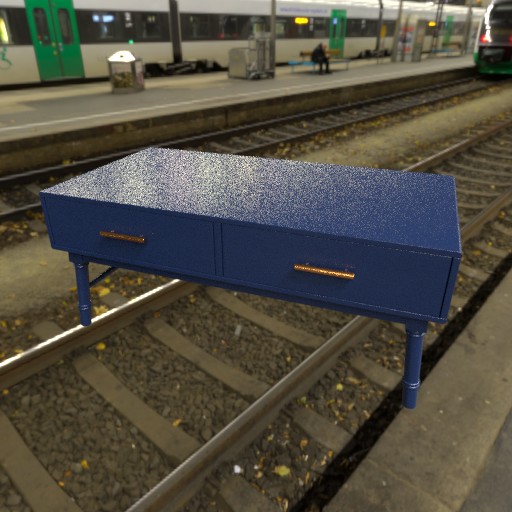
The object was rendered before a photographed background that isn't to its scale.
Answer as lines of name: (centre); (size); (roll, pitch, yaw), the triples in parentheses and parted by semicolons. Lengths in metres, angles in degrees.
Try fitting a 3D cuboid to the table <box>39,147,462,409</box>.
table: (0.000, 0.000, 1.363); (1.067, 0.457, 0.572); (10, 28, 18)
